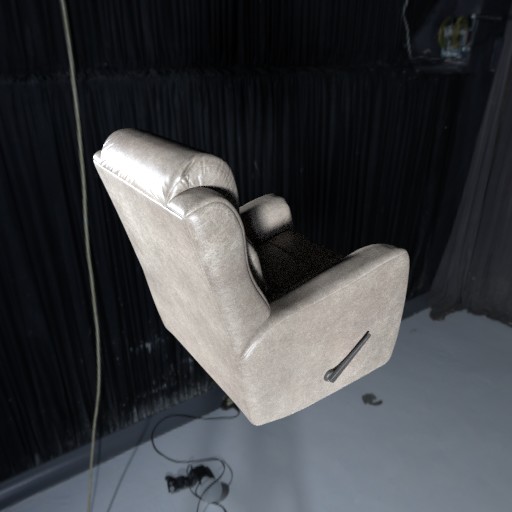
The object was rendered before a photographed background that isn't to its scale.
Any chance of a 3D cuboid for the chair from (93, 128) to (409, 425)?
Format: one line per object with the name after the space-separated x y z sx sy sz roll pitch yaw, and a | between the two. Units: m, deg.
0.000 0.000 1.976 1.068 1.116 0.967 -17 31 -31 | chair
